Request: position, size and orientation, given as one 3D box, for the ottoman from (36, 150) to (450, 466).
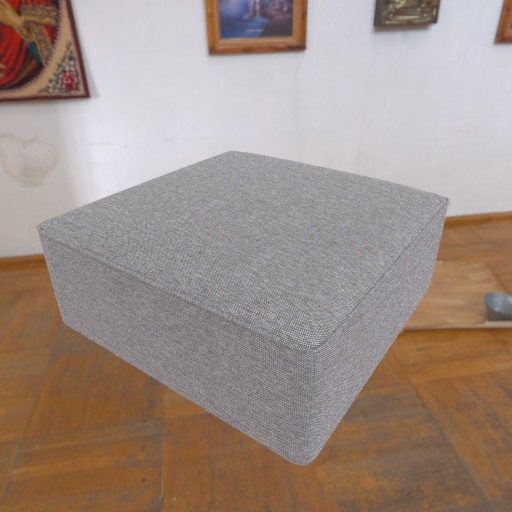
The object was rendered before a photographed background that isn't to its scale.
[{"bbox_3d":[0.000,0.000,1.553,1.005,0.455,1.005,19,35,30],"label":"ottoman"}]
